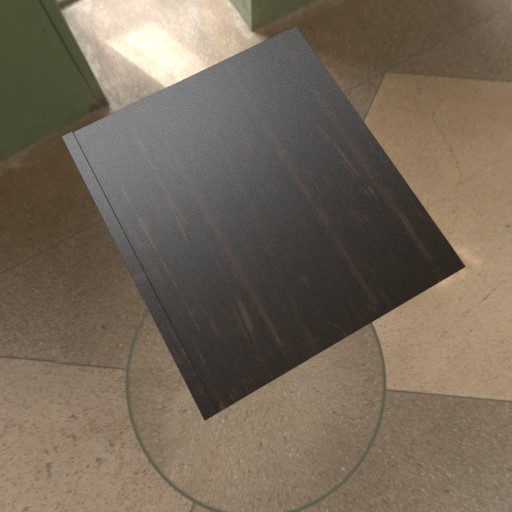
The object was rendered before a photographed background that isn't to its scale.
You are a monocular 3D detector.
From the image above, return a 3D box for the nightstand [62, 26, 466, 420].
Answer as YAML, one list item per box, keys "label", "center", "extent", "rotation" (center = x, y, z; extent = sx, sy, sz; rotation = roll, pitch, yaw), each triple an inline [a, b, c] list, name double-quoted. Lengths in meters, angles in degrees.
- label: "nightstand"
  center: [0.000, 0.000, 0.823]
  extent: [0.356, 0.559, 0.400]
  rotation: [-29, 77, -7]
